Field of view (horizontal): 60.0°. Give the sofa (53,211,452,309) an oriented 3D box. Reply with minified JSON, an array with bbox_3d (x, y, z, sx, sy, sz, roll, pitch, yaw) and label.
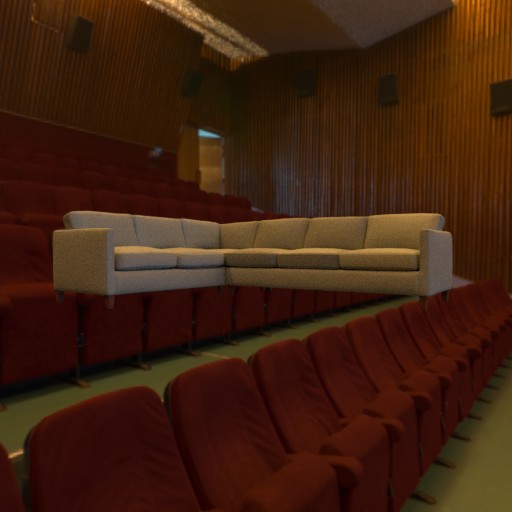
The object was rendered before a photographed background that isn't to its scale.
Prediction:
[{"bbox_3d":[0.000,0.000,4.562,3.301,0.947,2.592,0,0,36],"label":"sofa"}]
